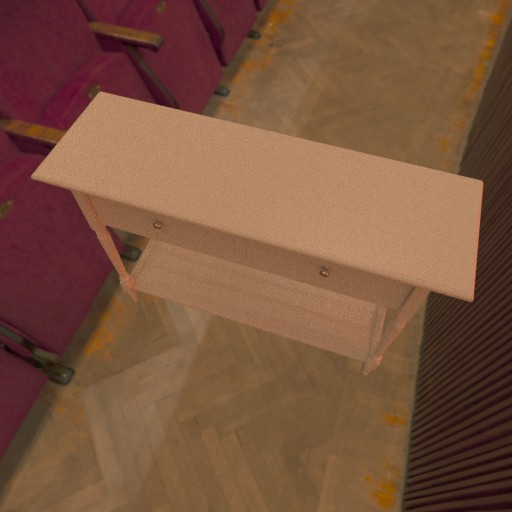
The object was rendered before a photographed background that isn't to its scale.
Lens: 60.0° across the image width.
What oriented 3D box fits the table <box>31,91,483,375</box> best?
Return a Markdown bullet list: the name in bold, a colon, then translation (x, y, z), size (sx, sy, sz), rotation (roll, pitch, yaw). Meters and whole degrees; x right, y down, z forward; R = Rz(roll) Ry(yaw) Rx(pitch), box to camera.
- **table**: translation (0.000, 0.000, 1.566), size (1.197, 0.808, 0.384), rotation (16, 59, 10)
